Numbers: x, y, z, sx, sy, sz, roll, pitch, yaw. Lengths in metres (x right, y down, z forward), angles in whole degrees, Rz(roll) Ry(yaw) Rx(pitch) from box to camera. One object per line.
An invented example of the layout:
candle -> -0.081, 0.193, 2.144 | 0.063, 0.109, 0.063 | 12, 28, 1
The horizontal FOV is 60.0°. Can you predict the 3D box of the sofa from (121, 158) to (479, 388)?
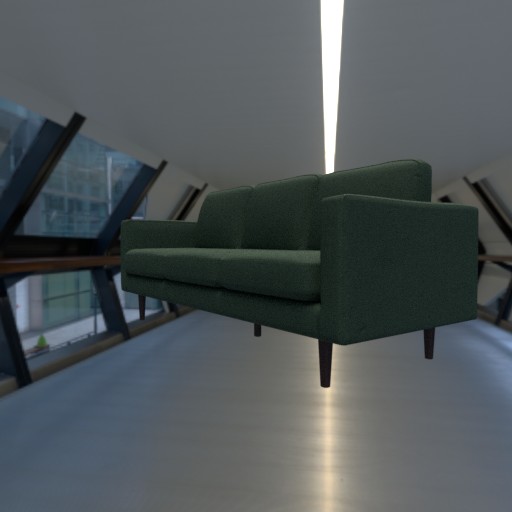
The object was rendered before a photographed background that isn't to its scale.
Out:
sofa -> 0.000, 0.000, 2.457 | 0.879, 0.899, 2.029 | -1, 2, -36
